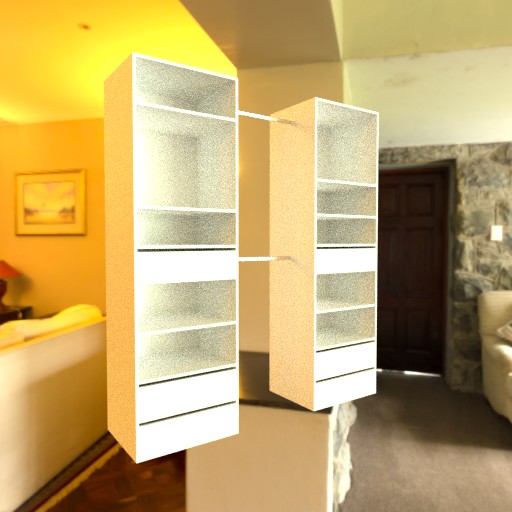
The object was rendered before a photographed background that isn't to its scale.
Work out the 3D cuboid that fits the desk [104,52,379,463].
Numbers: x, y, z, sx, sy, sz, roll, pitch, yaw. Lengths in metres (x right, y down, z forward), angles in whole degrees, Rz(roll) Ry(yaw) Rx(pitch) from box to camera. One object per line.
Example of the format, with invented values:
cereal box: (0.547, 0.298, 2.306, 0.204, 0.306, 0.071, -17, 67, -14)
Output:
desk: (0.000, 0.000, 2.854, 1.770, 2.000, 0.480, -1, 2, -35)
